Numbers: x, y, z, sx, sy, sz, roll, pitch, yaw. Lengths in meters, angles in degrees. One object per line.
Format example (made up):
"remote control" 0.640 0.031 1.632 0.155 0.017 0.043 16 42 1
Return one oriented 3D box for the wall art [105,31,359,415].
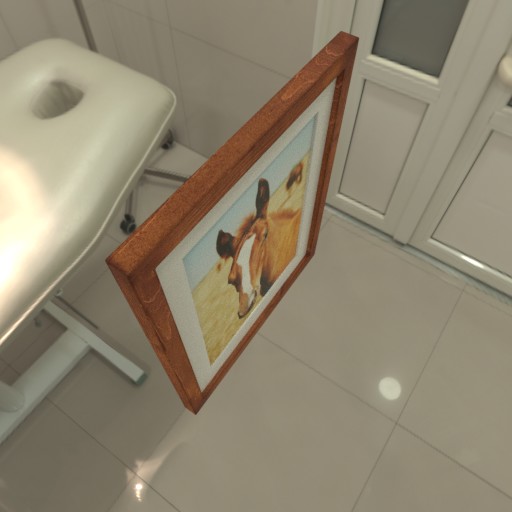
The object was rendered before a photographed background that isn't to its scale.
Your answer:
"wall art" 0.000 0.000 0.751 0.030 0.558 0.462 30 62 18
